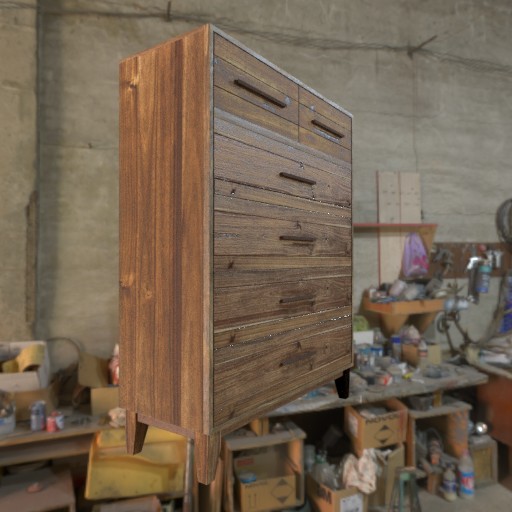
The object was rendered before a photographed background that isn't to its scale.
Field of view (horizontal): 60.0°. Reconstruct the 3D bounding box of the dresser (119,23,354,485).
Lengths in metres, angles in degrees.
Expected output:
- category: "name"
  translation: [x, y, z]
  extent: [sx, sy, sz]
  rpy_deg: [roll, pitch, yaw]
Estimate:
- category: "dresser"
  translation: [0.000, 0.000, 1.878]
  extent: [0.442, 1.393, 1.062]
  rpy_deg: [0, 0, 36]
